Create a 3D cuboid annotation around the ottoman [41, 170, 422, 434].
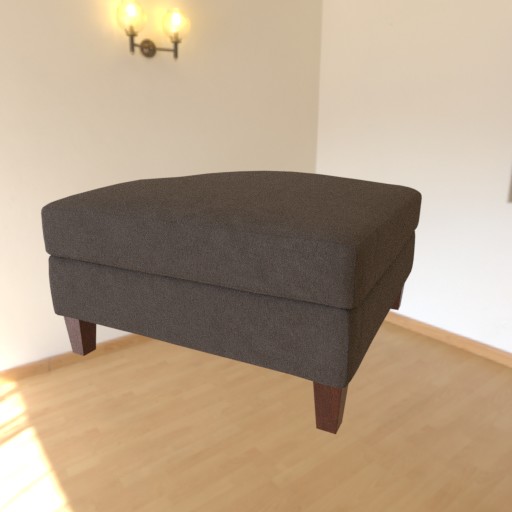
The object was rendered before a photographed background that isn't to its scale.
[{"bbox_3d":[0.000,0.000,1.384,0.861,0.482,0.881,8,18,26],"label":"ottoman"}]
